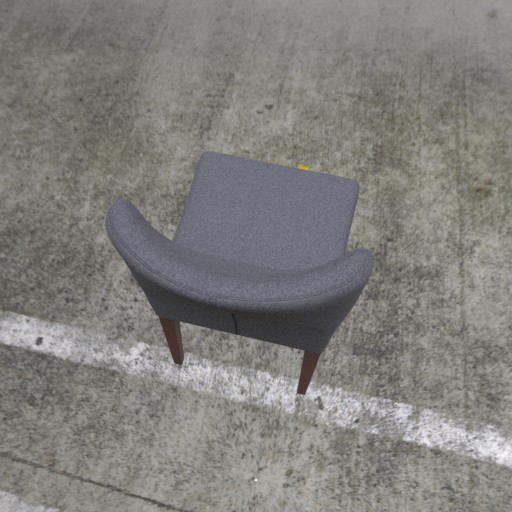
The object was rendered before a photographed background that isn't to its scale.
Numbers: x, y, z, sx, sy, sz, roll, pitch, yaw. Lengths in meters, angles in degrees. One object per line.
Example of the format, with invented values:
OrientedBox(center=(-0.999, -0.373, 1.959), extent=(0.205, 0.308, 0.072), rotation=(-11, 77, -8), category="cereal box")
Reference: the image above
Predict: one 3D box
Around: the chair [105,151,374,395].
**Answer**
OrientedBox(center=(0.000, 0.000, 1.184), extent=(0.491, 0.839, 0.592), rotation=(12, 64, 6), category="chair")
